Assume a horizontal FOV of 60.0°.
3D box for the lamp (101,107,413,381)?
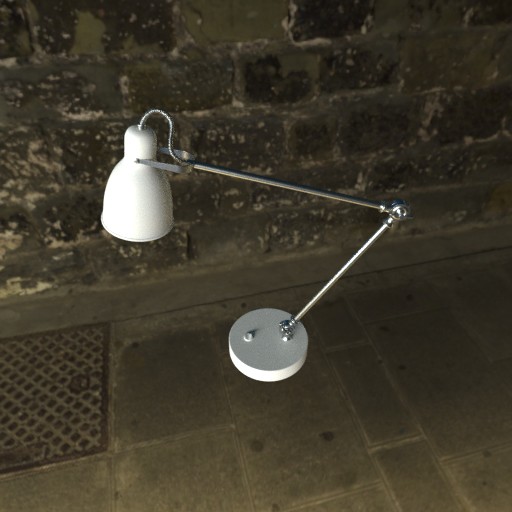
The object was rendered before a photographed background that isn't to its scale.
[{"bbox_3d":[0.000,0.000,0.876,0.561,0.587,0.187,0,41,0],"label":"lamp"}]
